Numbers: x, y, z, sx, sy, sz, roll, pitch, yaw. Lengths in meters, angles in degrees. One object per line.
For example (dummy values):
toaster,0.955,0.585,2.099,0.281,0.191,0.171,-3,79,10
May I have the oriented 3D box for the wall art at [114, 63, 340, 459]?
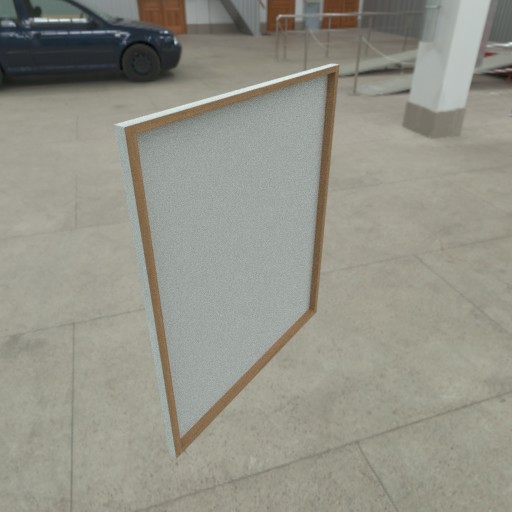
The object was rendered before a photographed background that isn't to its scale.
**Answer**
wall art,0.000,0.000,0.976,0.021,0.710,0.609,21,38,30
